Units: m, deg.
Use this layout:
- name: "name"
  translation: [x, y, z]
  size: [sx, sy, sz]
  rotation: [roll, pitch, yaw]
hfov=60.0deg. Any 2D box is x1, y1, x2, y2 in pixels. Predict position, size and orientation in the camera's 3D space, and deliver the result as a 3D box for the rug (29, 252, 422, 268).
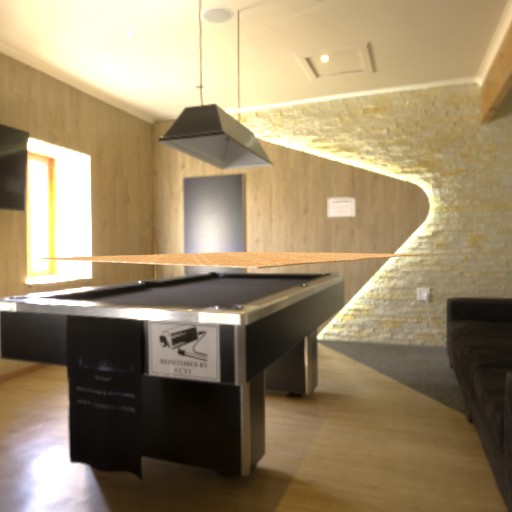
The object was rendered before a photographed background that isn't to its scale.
- name: "rug"
  translation: [0.000, 0.000, 2.819]
  size: [1.524, 0.013, 2.135]
  rotation: [1, 2, 35]
